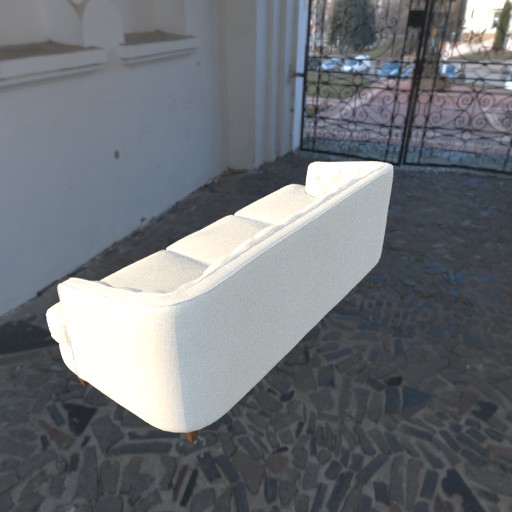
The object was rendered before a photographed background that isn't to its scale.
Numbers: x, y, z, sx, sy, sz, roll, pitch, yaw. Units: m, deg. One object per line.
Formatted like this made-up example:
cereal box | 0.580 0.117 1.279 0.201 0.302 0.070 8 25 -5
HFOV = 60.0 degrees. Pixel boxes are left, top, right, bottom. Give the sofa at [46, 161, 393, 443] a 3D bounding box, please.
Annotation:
sofa | 0.000 0.000 2.723 0.941 0.855 2.278 20 35 31
